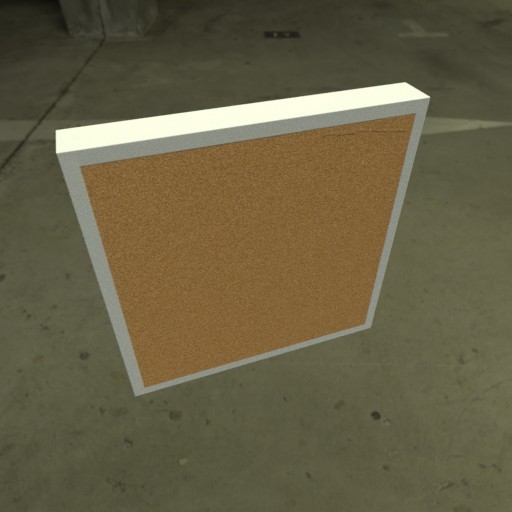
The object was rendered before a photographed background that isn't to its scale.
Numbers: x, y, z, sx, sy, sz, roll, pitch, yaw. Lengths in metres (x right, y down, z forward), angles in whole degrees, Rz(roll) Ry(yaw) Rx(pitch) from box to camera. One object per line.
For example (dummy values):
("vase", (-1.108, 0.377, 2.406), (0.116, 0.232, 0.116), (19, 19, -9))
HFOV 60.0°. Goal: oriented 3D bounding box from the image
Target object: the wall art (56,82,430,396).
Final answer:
("wall art", (0.000, 0.000, 0.456), (0.305, 0.305, 0.038), (-13, 42, -15))
